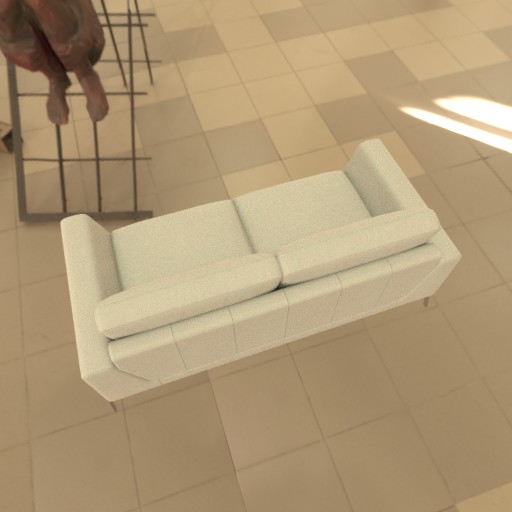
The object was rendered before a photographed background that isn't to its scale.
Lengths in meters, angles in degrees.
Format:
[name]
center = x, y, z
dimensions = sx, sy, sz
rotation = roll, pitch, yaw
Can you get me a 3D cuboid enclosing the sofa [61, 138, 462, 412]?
[sofa]
center = 0.000, 0.000, 2.550
dimensions = 2.017, 0.875, 0.953
rotation = -16, 59, -10
